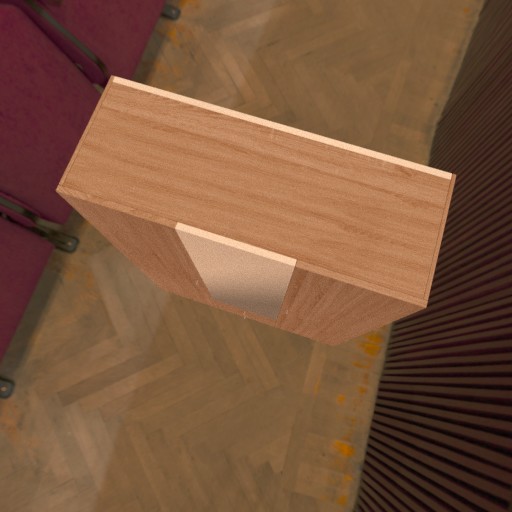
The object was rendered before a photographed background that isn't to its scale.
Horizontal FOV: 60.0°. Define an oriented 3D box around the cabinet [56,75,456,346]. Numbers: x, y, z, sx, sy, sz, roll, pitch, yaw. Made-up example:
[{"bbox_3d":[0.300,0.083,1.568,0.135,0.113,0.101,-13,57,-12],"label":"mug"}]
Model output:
[{"bbox_3d":[0.000,0.000,2.787,1.500,2.120,0.590,18,75,5],"label":"cabinet"}]
